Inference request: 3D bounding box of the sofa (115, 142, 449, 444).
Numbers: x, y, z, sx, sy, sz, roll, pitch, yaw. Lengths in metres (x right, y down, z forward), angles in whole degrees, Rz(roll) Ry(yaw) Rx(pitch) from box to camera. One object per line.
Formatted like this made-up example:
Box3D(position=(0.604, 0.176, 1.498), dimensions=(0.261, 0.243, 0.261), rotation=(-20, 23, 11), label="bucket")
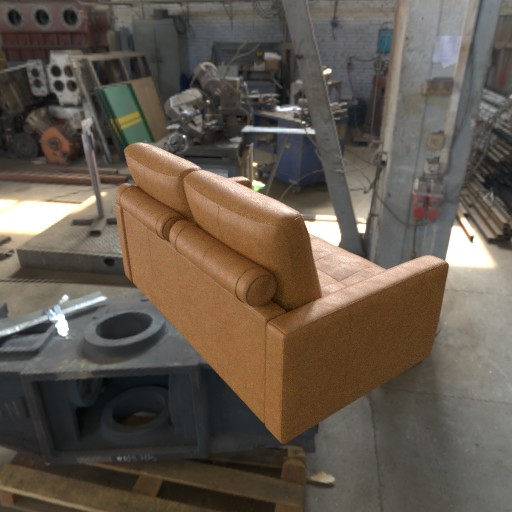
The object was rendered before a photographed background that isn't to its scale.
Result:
Box3D(position=(0.000, 0.000, 2.019), dimensions=(0.868, 0.898, 1.430), rotation=(-18, 31, -31), label="sofa")
